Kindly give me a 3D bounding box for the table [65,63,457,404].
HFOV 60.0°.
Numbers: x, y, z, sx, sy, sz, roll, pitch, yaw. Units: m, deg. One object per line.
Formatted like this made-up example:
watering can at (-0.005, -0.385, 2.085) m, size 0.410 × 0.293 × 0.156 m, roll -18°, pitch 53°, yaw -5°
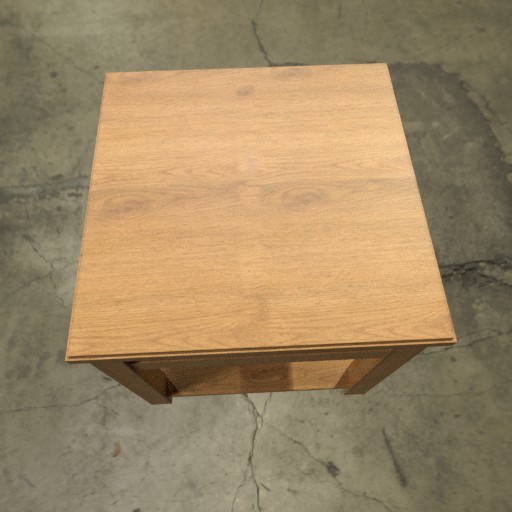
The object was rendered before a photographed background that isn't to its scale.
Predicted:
table at (0.000, 0.000, 1.079) m, size 0.612 × 0.593 × 0.616 m, roll -2°, pitch 64°, yaw -1°
